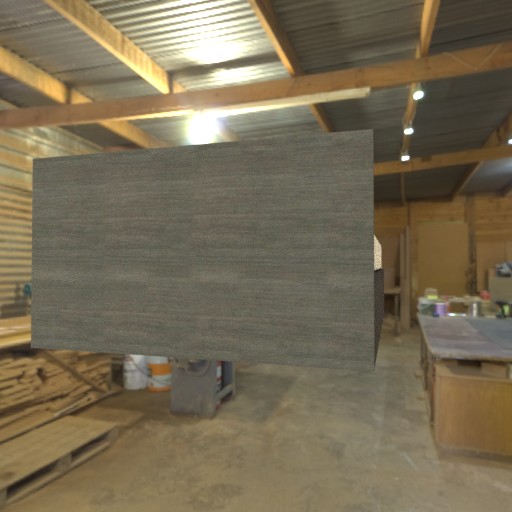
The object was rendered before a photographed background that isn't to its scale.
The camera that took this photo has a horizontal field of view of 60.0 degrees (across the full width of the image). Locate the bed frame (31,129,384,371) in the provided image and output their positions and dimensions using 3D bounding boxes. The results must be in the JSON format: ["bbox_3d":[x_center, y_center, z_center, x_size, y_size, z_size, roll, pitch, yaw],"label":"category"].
[{"bbox_3d":[0.000,0.000,2.576,1.400,0.800,1.900,0,-1,17],"label":"bed frame"}]
